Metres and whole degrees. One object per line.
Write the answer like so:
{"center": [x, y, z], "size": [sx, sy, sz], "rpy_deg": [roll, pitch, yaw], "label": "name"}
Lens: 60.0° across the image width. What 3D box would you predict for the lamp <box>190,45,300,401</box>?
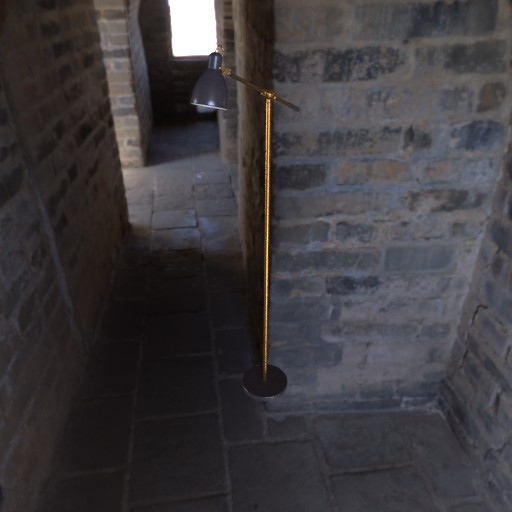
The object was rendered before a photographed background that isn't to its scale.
{"center": [0.000, 0.000, 1.857], "size": [0.235, 1.628, 0.618], "rpy_deg": [19, 35, 29], "label": "lamp"}
